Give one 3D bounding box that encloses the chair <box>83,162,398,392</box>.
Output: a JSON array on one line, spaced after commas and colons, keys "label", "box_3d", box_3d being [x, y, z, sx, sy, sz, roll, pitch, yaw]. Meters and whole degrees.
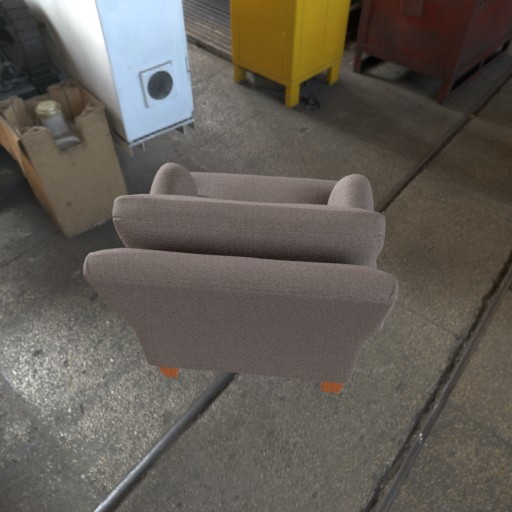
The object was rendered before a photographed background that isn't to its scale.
[{"label": "chair", "box_3d": [0.000, 0.000, 1.889, 0.955, 1.038, 1.070, 4, 48, 4]}]
